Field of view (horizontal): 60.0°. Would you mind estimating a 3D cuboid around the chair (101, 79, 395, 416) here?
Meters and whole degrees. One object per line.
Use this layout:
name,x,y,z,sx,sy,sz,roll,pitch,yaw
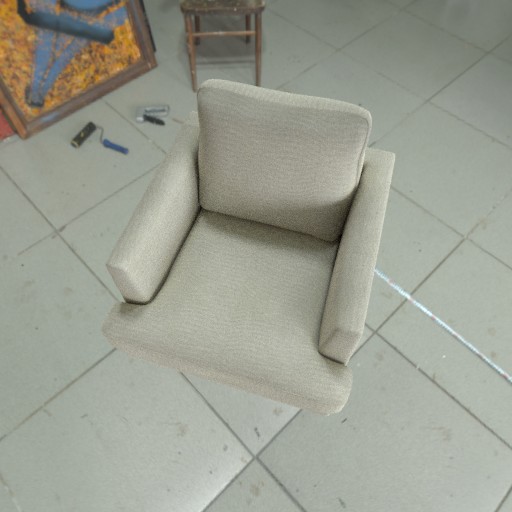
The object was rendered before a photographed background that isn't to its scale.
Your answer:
chair,0.000,0.000,1.648,0.858,0.957,0.899,14,59,9
